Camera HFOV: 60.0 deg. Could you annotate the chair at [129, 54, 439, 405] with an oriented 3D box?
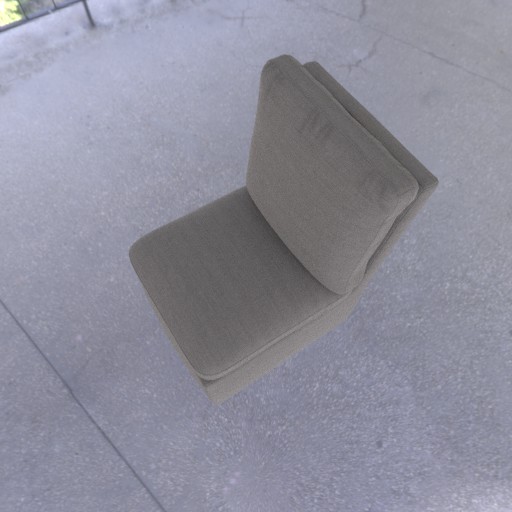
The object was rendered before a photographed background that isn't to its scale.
[{"bbox_3d":[0.000,0.000,1.348,0.698,0.927,0.503,-30,67,-14],"label":"chair"}]
